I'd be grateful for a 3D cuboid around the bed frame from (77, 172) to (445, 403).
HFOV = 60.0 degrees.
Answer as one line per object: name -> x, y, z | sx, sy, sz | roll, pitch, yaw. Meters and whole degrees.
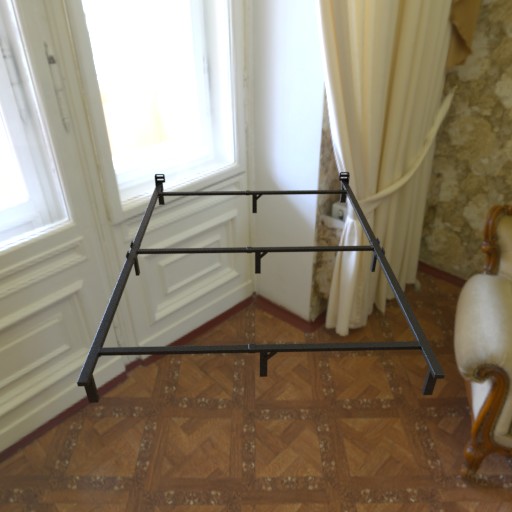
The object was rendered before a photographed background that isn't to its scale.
bed frame -> 0.000, 0.000, 2.648 | 1.498, 0.248, 1.990 | -1, 33, -1
